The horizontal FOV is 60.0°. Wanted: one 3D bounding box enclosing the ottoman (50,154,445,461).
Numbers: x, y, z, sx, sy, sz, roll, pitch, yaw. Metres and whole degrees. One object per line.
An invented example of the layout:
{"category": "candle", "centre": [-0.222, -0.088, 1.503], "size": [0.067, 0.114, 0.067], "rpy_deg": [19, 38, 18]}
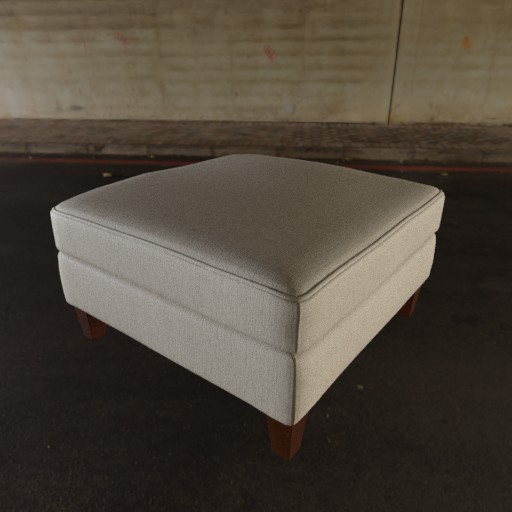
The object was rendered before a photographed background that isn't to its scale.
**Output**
{"category": "ottoman", "centre": [0.000, 0.000, 1.344], "size": [0.838, 0.478, 0.838], "rpy_deg": [18, 30, 34]}
